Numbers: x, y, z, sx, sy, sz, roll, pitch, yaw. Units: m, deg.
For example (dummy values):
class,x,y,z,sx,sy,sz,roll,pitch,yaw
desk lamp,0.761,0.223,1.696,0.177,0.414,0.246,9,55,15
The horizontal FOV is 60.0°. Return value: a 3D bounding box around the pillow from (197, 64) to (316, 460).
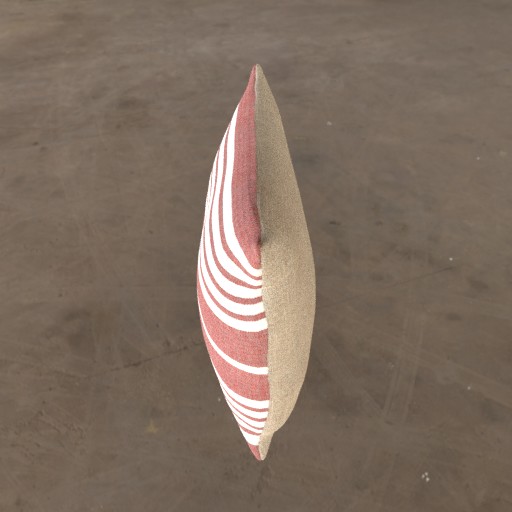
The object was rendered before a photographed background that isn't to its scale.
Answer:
class,x,y,z,sx,sy,sz,roll,pitch,yaw
pillow,0.000,0.000,0.673,0.182,0.427,0.439,0,42,0
